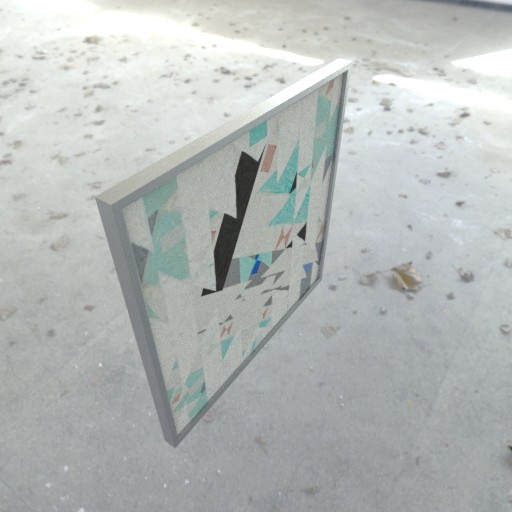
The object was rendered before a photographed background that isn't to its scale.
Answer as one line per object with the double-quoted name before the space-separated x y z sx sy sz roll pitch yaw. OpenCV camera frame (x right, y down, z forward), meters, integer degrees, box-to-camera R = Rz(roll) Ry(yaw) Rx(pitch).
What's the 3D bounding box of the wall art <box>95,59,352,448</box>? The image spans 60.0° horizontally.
"wall art" 0.000 0.000 1.196 0.038 0.806 0.806 26 48 26
